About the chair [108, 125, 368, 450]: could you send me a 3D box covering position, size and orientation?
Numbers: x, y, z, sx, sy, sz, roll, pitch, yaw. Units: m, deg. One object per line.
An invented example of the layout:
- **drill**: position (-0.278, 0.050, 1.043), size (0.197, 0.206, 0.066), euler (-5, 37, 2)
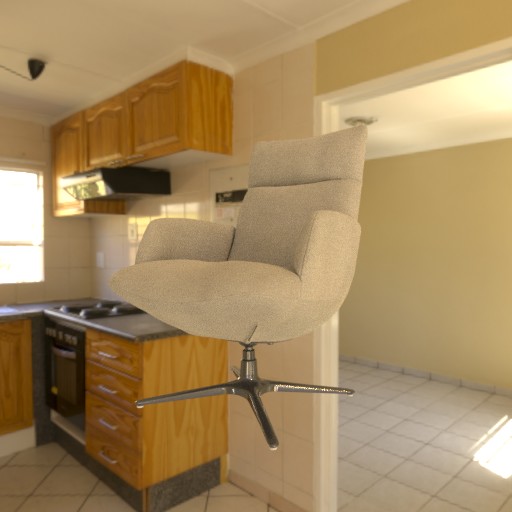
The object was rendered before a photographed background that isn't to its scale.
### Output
- **chair**: position (0.000, 0.000, 1.579), size (0.711, 1.016, 0.889), euler (1, 2, 35)
